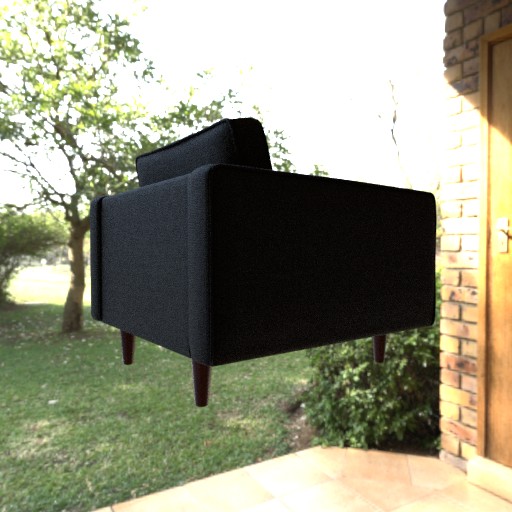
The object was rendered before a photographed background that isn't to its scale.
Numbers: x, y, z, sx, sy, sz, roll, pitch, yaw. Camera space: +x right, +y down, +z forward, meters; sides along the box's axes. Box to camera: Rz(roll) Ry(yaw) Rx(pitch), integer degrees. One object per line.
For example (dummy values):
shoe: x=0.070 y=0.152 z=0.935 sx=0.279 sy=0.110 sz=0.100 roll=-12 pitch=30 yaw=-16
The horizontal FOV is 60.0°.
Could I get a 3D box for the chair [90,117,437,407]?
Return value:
chair: x=0.000 y=0.000 z=1.589 sx=0.919 sy=0.770 sz=0.899 roll=-1 pitch=1 yaw=-37
